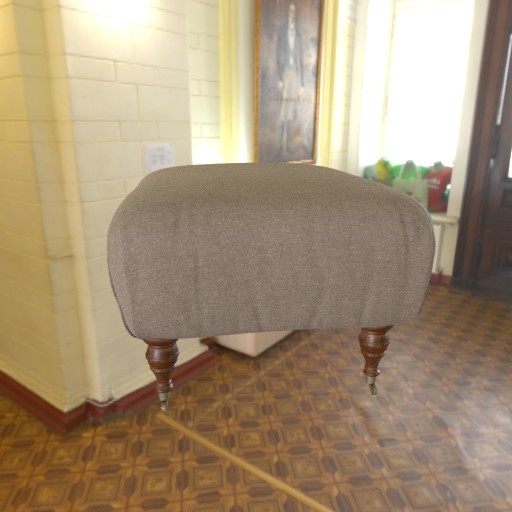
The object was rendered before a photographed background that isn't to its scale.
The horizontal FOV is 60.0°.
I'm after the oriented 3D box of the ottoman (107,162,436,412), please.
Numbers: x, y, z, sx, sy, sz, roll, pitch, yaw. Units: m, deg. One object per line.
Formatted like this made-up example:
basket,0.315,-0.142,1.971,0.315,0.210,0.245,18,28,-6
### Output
ottoman,0.000,0.000,1.138,0.622,0.450,0.747,-2,16,-8
